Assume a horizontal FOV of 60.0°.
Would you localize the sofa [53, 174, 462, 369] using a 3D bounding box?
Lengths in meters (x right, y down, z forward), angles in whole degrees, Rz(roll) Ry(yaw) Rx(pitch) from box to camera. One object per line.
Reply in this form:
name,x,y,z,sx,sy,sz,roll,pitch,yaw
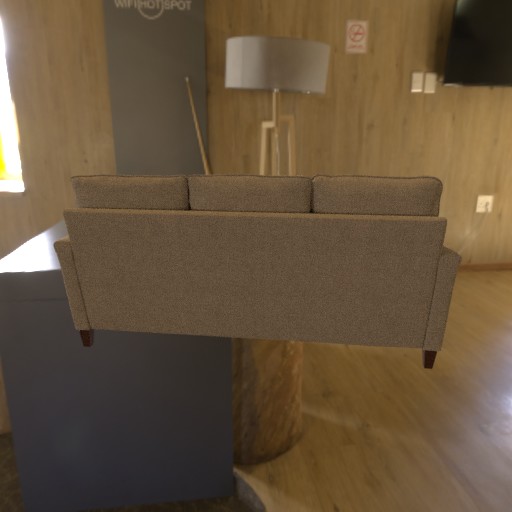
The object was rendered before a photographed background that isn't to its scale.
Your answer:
sofa,0.000,0.000,2.454,1.925,0.959,0.828,2,16,7
